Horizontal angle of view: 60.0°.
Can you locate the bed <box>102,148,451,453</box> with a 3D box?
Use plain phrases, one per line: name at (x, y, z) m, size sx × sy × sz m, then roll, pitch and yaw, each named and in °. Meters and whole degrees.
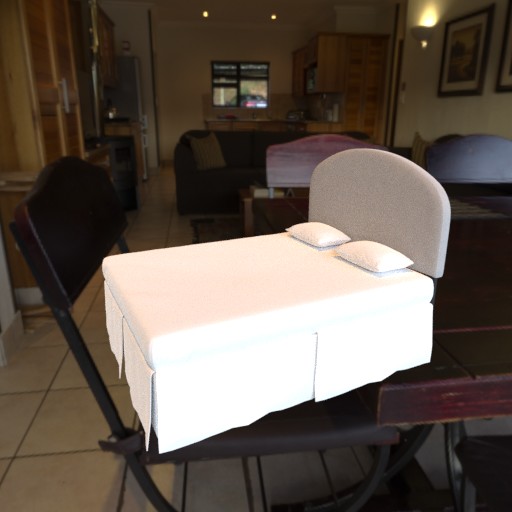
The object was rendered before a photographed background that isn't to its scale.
bed at (0.000, 0.000, 3.120) m, size 2.005 × 1.410 × 1.607 m, roll -9°, pitch 19°, yaw -25°
